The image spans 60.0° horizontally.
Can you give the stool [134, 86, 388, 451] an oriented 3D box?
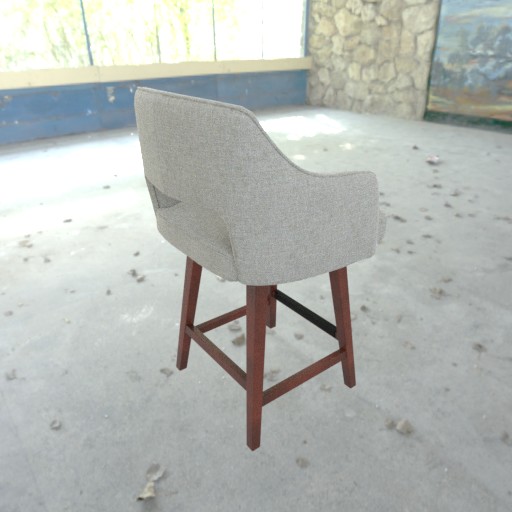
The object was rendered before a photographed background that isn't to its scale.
[{"bbox_3d":[0.000,0.000,1.298,0.558,0.944,0.599,-19,32,-33],"label":"stool"}]
